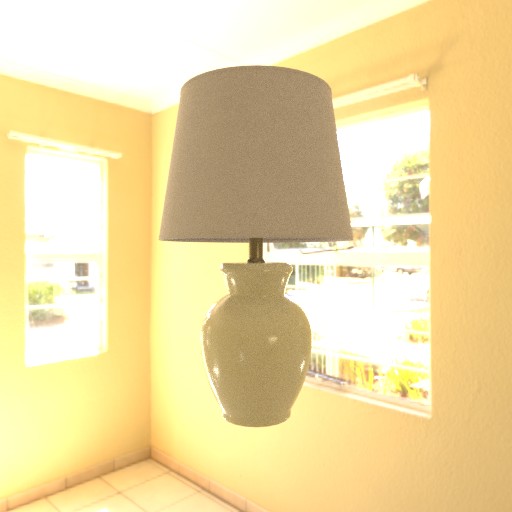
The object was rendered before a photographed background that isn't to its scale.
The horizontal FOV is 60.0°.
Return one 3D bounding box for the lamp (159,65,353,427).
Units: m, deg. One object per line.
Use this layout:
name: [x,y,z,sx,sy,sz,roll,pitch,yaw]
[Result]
lamp: [0.000,0.000,0.557,0.239,0.399,0.239,0,0,0]
